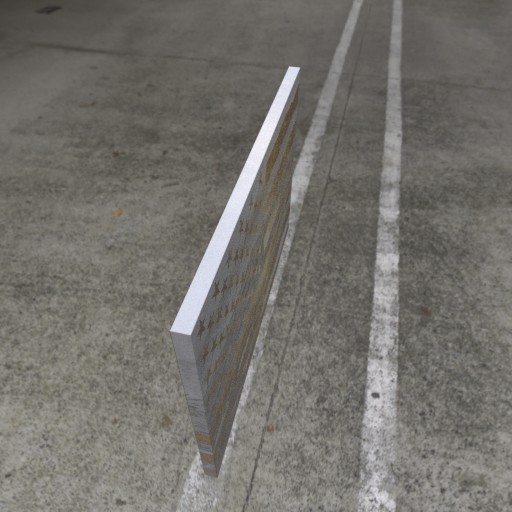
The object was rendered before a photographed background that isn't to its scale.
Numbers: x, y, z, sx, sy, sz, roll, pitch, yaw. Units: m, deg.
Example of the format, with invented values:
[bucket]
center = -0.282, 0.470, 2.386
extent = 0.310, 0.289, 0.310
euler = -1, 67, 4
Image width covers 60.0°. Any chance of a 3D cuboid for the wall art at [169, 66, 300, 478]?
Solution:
[wall art]
center = 0.000, 0.000, 1.448
extent = 0.041, 0.762, 1.145
euler = 10, 47, 9
